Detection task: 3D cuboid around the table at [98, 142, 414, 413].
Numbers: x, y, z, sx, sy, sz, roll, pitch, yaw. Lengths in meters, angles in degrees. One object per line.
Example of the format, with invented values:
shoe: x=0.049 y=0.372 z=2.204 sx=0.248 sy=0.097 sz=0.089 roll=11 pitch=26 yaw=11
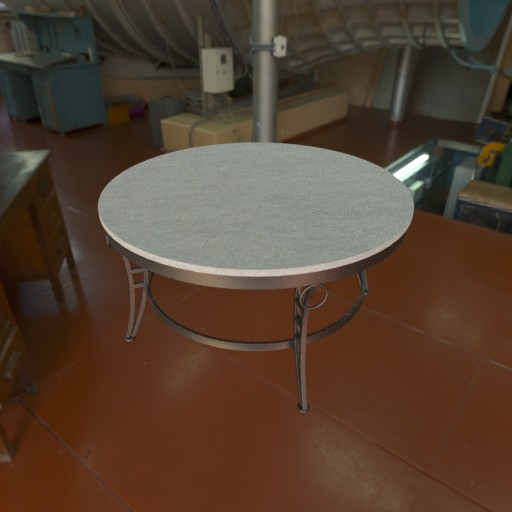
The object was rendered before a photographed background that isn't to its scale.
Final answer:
table: x=0.000 y=0.000 z=1.424 sx=0.889 sy=0.470 sz=0.889 roll=0 pitch=31 yaw=0
